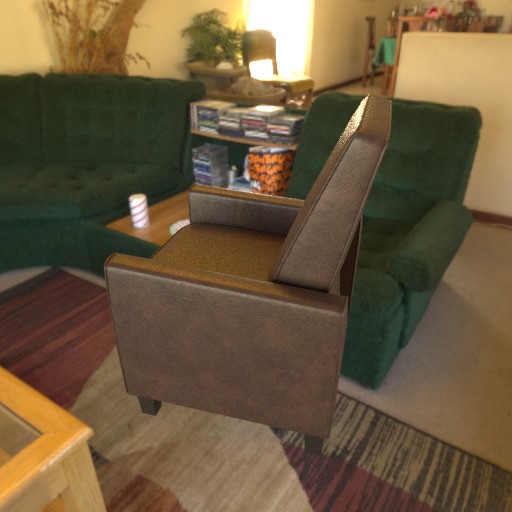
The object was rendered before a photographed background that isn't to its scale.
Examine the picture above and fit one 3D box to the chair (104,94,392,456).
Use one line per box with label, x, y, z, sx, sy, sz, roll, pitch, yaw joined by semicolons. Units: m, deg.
chair;0.000;0.000;1.498;0.746;1.013;0.705;8;30;13
